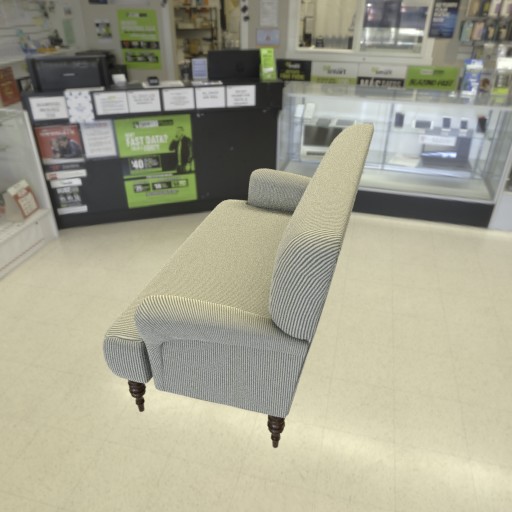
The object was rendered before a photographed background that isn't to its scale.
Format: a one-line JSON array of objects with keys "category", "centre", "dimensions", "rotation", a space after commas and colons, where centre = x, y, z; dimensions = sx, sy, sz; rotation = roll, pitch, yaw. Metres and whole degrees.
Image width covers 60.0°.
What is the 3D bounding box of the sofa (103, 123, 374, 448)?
[{"category": "sofa", "centre": [0.000, 0.000, 1.863], "dimensions": [0.779, 0.889, 1.297], "rotation": [9, 33, 14]}]
